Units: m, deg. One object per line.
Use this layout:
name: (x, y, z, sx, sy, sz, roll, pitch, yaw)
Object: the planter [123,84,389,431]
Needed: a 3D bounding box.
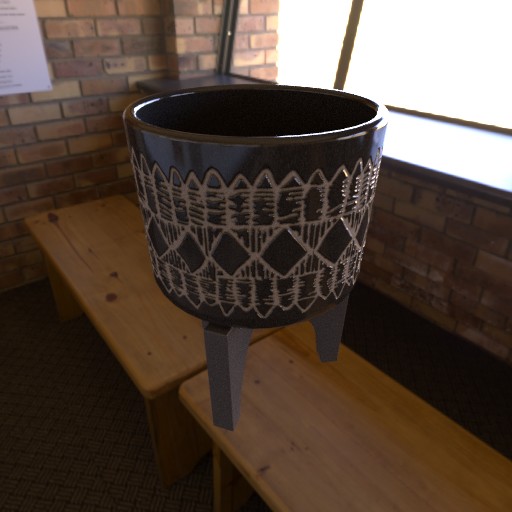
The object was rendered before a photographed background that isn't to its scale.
planter: (0.000, 0.000, 0.401, 0.196, 0.264, 0.196, 10, 32, 17)
